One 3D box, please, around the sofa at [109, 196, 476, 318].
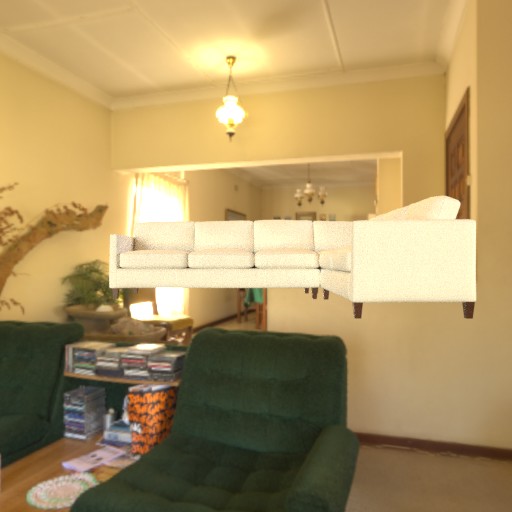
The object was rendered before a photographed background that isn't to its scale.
[{"bbox_3d":[0.000,0.000,4.531,3.302,0.947,2.593,0,0,0],"label":"sofa"}]
